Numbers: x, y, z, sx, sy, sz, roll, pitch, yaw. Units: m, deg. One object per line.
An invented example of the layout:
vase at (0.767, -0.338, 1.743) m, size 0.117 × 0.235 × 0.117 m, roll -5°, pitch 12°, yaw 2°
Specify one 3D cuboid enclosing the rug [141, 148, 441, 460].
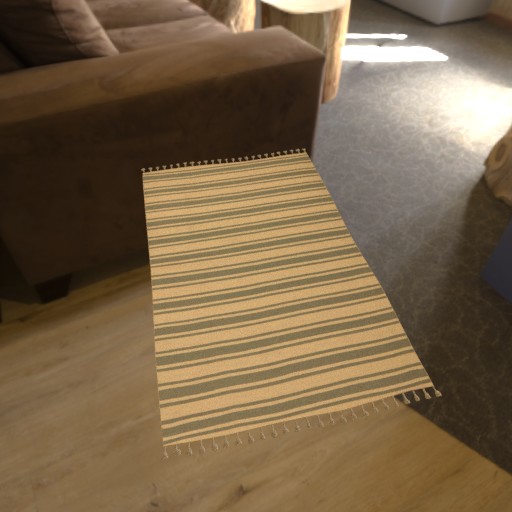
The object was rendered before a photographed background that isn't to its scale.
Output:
rug at (0.000, 0.000, 2.554) m, size 1.222 × 0.009 × 2.084 m, roll -9°, pitch 46°, yaw -9°
